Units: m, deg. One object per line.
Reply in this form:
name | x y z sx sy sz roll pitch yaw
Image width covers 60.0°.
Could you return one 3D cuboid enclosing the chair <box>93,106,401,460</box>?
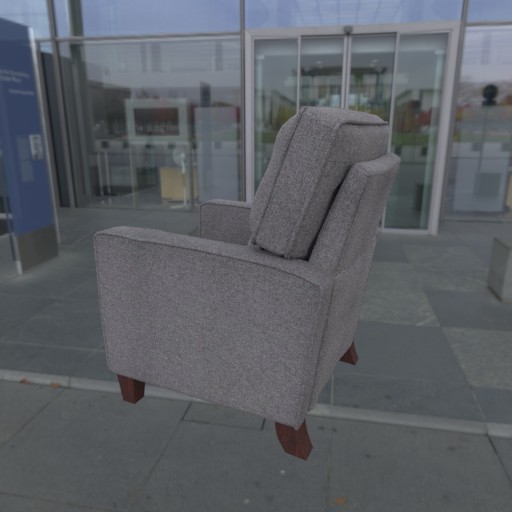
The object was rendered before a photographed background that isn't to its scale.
chair | 0.000 0.000 1.405 0.775 0.889 0.650 8 18 24
